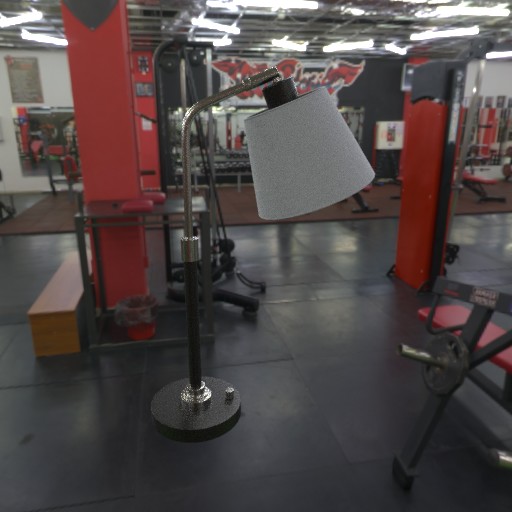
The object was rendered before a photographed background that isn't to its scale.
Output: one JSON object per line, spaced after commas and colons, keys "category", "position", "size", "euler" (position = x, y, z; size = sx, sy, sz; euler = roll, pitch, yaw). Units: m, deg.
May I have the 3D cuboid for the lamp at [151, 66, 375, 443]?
{"category": "lamp", "position": [0.000, 0.000, 0.680], "size": [0.348, 0.539, 0.181], "euler": [-2, 17, -8]}
